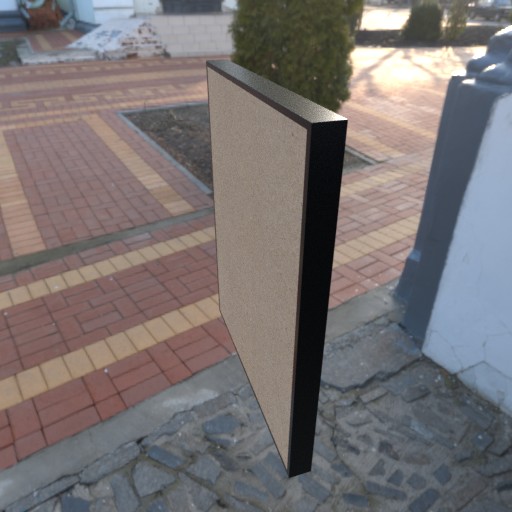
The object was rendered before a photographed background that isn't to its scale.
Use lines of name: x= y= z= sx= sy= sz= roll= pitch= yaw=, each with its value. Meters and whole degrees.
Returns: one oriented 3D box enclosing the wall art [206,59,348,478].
wall art: x=0.000 y=0.000 z=0.741 sx=0.038 sy=0.551 sz=0.448 roll=-10 pitch=32 yaw=-15
